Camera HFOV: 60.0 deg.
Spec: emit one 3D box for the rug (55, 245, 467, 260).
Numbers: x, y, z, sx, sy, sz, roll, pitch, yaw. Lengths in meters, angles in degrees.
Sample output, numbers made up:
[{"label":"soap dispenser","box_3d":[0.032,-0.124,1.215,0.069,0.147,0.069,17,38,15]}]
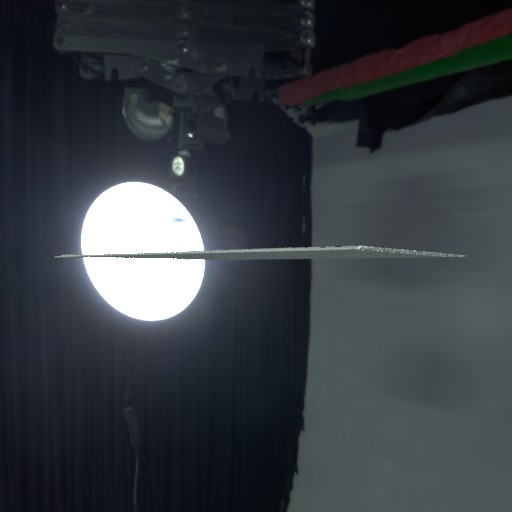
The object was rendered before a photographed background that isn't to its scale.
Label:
[{"label":"rug","box_3d":[0.000,0.000,2.359,1.847,0.014,1.230,-1,-2,37]}]
